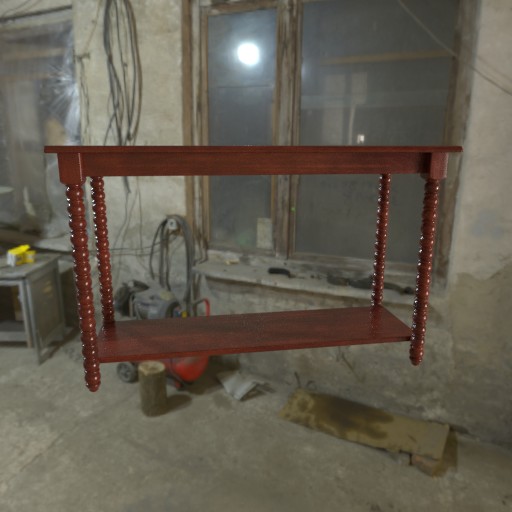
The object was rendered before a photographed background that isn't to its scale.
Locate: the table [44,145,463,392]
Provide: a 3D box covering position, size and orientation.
[{"bbox_3d":[0.000,0.000,1.533,1.184,0.740,0.459,-2,14,-9],"label":"table"}]
